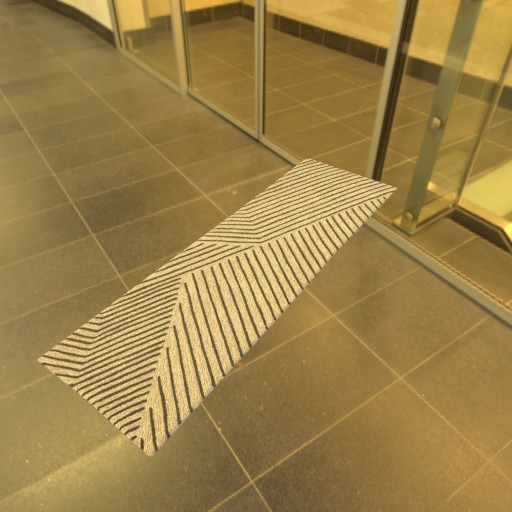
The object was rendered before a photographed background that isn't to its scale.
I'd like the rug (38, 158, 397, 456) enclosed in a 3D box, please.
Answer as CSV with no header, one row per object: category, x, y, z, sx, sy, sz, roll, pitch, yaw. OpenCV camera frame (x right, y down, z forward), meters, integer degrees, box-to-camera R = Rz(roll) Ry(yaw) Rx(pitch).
rug,0.000,0.000,2.657,0.773,0.020,2.439,26,47,27
